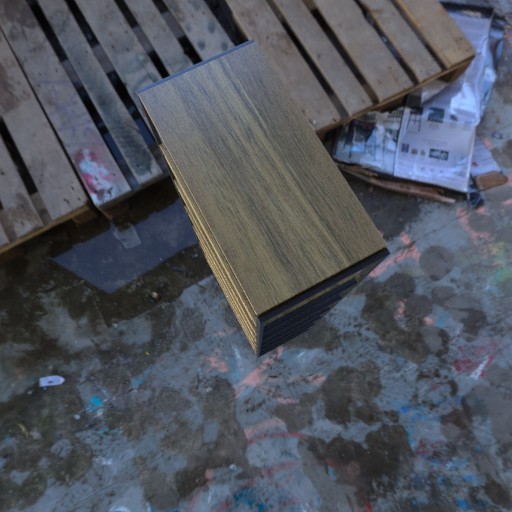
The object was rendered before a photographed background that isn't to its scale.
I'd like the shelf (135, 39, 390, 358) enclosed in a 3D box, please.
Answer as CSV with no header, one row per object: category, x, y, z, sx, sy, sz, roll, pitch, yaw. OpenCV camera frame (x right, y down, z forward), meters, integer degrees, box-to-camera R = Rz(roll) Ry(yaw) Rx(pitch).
shelf,0.000,0.000,2.311,0.431,2.015,0.847,-27,76,-7
